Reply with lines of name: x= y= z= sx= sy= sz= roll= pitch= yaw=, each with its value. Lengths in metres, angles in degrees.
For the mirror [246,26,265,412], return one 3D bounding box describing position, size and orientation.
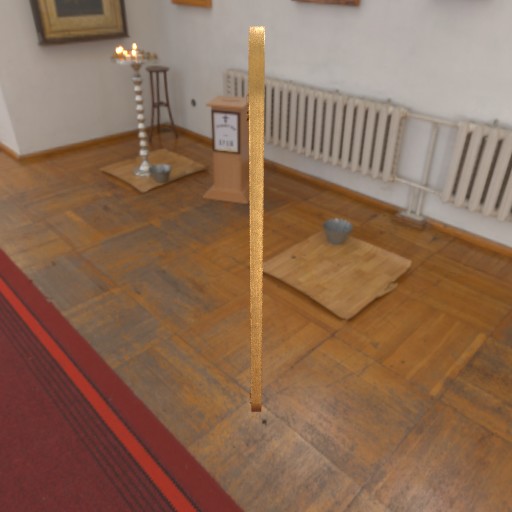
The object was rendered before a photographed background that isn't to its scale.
mirror: x=0.000 y=0.000 z=1.075 sx=0.032 sy=0.991 sz=0.222 roll=0 pitch=31 yaw=0
